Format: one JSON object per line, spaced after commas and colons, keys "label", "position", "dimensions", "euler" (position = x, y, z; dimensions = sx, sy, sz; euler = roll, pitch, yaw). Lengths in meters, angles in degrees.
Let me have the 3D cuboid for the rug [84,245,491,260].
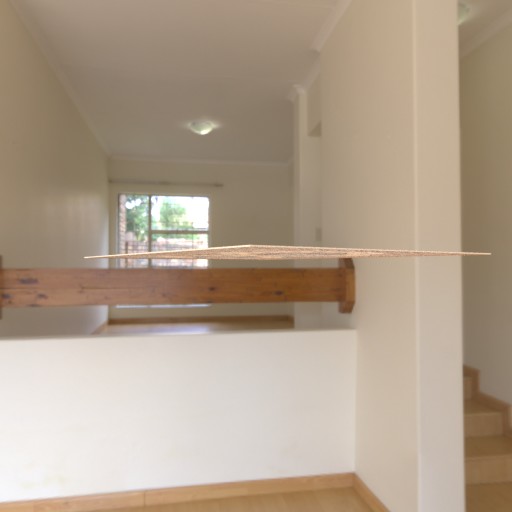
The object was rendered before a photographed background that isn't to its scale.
{"label": "rug", "position": [0.000, 0.000, 2.894], "dimensions": [1.611, 0.008, 2.227], "euler": [1, -2, -35]}
